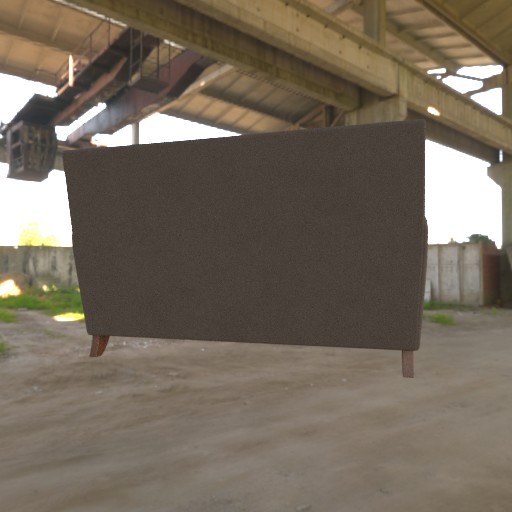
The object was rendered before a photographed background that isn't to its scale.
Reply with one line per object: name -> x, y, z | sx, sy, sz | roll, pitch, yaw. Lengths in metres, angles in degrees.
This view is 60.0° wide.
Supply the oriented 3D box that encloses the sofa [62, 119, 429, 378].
sofa -> 0.000, 0.000, 1.963 | 1.420, 0.846, 0.871 | 0, -2, 16
